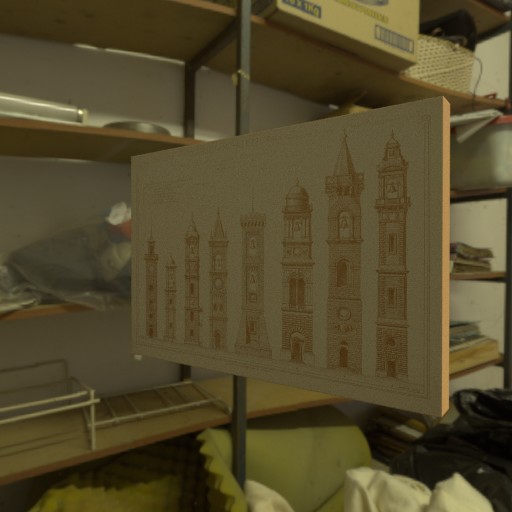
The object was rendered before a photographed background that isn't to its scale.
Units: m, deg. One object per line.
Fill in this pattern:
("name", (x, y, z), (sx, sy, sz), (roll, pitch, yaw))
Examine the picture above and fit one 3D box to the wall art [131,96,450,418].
("wall art", (0.000, 0.000, 0.755), (0.609, 0.407, 0.039), (0, 1, 36))
